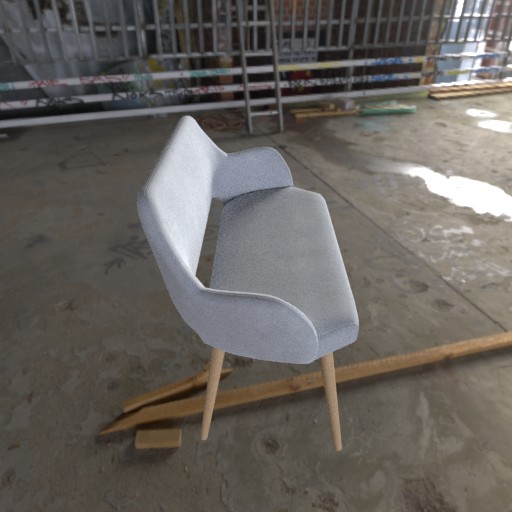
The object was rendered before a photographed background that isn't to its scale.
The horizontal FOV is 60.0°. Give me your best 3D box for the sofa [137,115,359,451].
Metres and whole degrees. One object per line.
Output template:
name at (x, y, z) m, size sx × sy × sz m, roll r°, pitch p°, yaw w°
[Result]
sofa at (0.000, 0.000, 1.650) m, size 0.610 × 0.840 × 1.150 m, roll 0°, pitch 32°, yaw 0°
